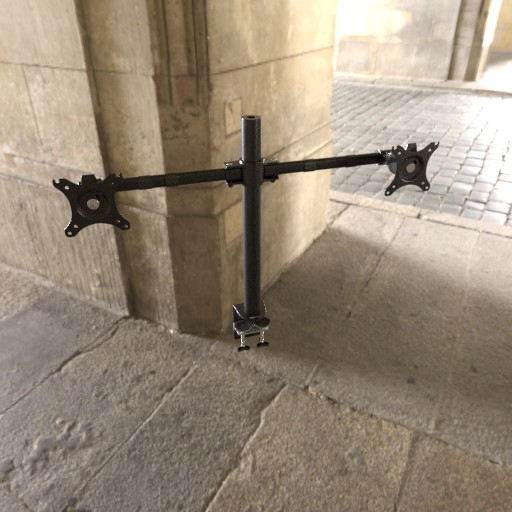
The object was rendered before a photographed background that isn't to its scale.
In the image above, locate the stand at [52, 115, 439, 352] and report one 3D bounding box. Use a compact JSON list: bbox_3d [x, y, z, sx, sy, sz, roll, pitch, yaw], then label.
[{"bbox_3d":[0.000,0.000,1.006,0.743,0.603,0.150,-9,32,-15],"label":"stand"}]
